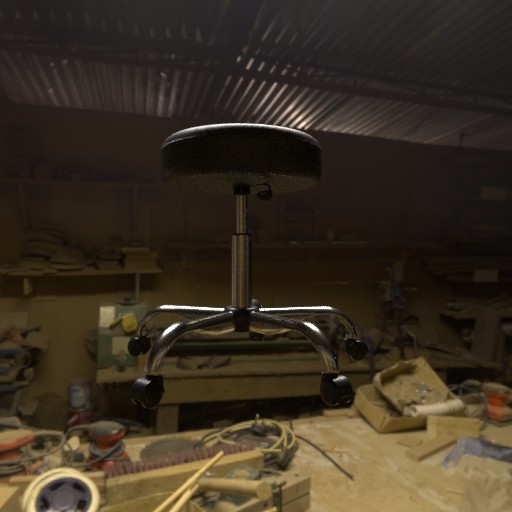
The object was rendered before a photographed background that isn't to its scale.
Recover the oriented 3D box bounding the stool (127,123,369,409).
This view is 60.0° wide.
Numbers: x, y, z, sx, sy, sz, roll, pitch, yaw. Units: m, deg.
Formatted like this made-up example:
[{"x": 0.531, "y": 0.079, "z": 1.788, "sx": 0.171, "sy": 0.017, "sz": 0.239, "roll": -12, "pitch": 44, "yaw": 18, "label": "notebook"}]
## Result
[{"x": 0.000, "y": 0.000, "z": 1.142, "sx": 0.638, "sy": 0.576, "sz": 0.673, "roll": 0, "pitch": 1, "yaw": -16, "label": "stool"}]
